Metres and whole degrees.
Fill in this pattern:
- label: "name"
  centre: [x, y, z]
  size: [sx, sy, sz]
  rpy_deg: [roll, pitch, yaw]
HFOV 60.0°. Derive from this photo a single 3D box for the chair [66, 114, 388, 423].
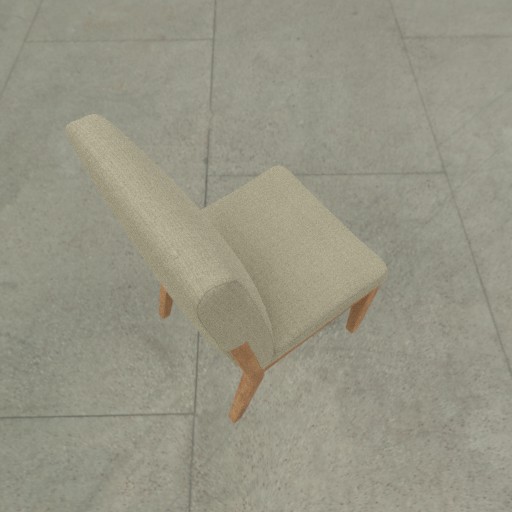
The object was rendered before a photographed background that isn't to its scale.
- label: "chair"
  centre: [0.000, 0.000, 1.213]
  size: [0.586, 0.911, 0.507]
  rpy_deg: [-32, 64, -18]
